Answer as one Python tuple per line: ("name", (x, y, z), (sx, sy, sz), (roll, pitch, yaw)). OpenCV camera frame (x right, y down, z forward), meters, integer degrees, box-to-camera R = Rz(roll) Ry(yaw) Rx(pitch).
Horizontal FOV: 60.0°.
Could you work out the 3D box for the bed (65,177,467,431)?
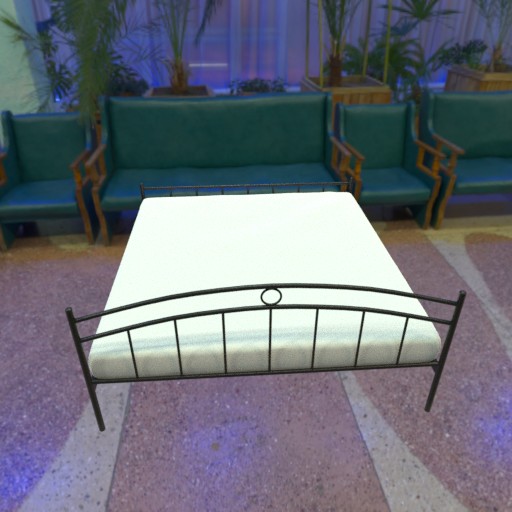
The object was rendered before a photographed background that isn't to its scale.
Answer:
("bed", (0.000, 0.000, 3.116), (1.880, 0.940, 2.040), (-2, 32, -3))
